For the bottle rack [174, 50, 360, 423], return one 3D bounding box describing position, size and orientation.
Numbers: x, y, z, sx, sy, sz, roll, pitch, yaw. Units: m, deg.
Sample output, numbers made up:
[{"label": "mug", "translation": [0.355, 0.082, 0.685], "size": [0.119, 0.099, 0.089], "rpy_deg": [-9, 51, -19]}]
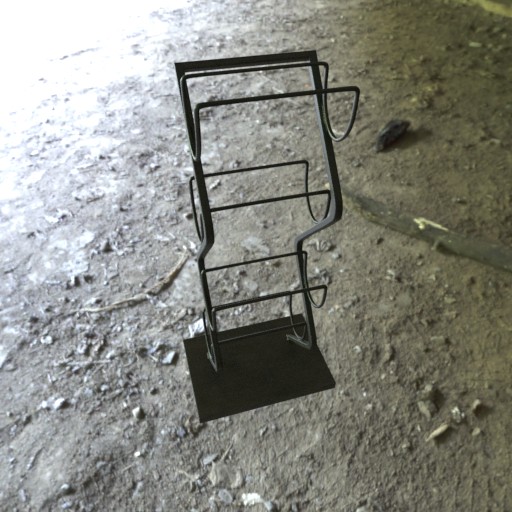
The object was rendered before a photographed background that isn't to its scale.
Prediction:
[{"label": "bottle rack", "translation": [0.000, 0.000, 0.675], "size": [0.254, 0.559, 0.178], "rpy_deg": [-11, 42, -12]}]
